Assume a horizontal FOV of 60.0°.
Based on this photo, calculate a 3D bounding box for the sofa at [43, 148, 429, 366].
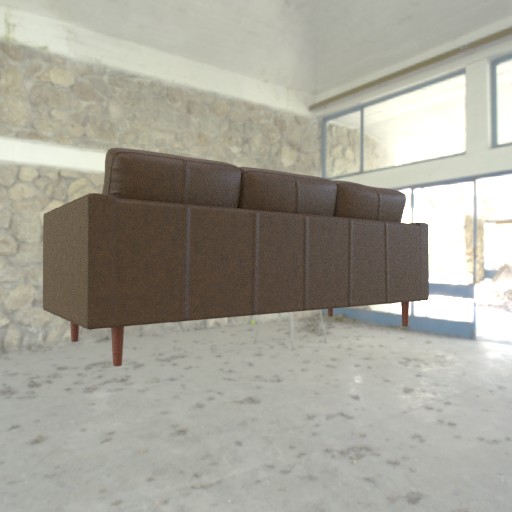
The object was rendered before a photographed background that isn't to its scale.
[{"bbox_3d":[0.000,0.000,2.697,2.231,0.930,0.903,1,-1,-36],"label":"sofa"}]
